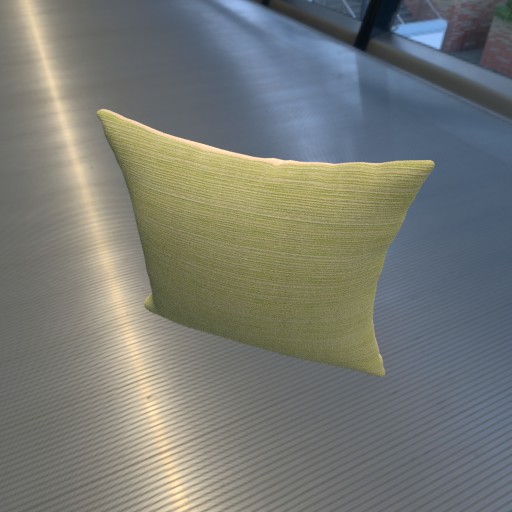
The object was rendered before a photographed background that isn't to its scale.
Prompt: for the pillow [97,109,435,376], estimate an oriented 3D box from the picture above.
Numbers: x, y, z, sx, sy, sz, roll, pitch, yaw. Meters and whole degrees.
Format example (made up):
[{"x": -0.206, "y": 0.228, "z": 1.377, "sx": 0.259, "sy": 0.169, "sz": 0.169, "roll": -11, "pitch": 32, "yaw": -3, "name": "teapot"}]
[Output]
[{"x": 0.000, "y": 0.000, "z": 0.819, "sx": 0.560, "sy": 0.487, "sz": 0.229, "roll": 13, "pitch": 43, "yaw": 15, "name": "pillow"}]
